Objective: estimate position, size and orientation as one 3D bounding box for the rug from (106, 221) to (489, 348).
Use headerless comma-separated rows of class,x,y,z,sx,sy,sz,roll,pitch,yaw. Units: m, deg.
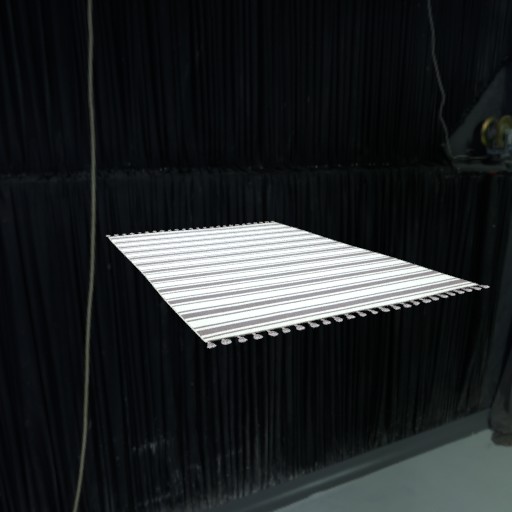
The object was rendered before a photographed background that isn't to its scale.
rug,0.000,0.000,3.831,2.030,0.017,3.040,-7,16,-26
